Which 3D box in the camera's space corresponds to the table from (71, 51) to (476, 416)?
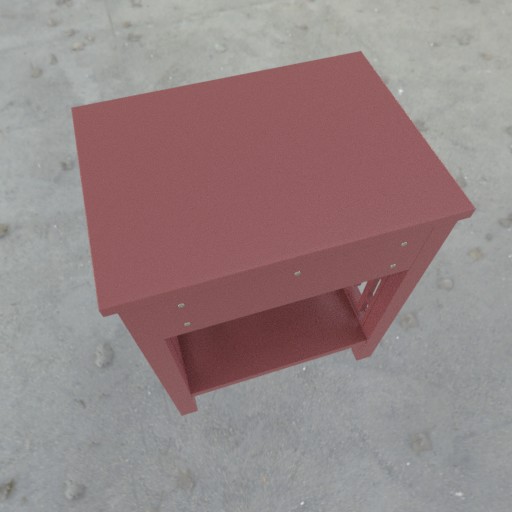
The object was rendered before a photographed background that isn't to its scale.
[{"bbox_3d":[0.000,0.000,1.067,0.599,0.686,0.451,-15,59,-9],"label":"table"}]
